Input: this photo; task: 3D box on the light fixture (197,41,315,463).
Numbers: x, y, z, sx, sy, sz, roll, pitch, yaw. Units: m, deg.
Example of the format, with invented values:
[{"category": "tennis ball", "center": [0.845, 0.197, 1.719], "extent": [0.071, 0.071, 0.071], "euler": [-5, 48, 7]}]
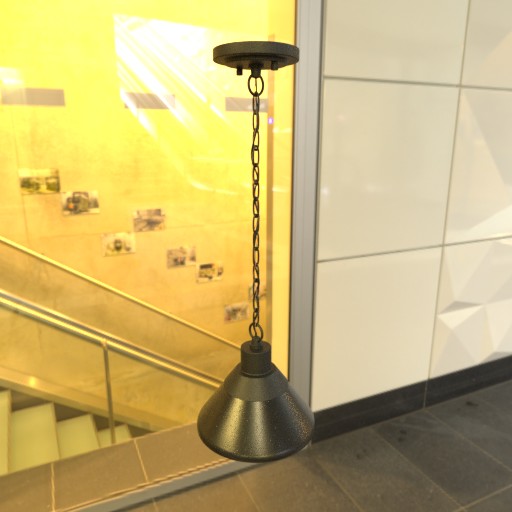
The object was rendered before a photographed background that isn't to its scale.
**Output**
[{"category": "light fixture", "center": [0.000, 0.000, 0.687], "extent": [0.201, 0.588, 0.201], "euler": [-14, 20, -43]}]
